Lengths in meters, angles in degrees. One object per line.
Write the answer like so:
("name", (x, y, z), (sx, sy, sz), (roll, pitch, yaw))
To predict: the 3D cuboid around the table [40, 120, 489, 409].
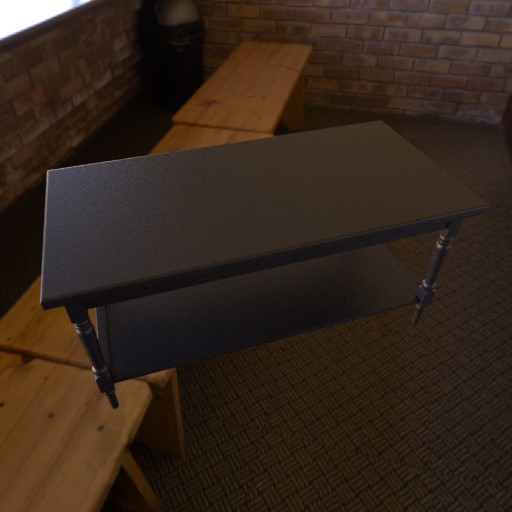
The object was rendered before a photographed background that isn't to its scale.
("table", (0.000, 0.000, 1.395), (1.107, 0.510, 0.550), (-12, 43, -13))
